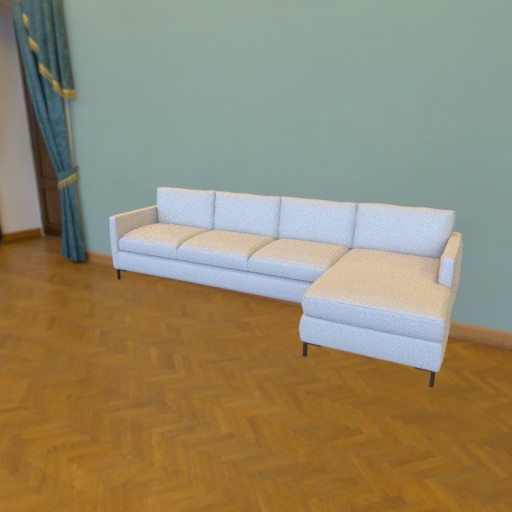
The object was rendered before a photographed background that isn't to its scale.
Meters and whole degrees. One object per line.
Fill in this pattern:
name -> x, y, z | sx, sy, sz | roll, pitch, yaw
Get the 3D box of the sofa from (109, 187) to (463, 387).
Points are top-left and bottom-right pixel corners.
sofa -> 0.000, 0.000, 3.269 | 2.731, 0.755, 1.258 | 8, 19, 26
